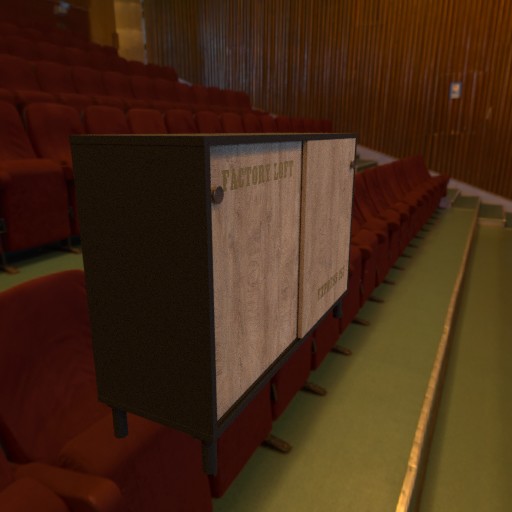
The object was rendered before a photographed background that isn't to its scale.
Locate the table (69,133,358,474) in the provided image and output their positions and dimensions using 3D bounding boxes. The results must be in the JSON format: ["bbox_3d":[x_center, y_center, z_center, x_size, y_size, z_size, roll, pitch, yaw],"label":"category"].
[{"bbox_3d":[0.000,0.000,1.610,0.400,0.855,1.200,8,18,26],"label":"table"}]
